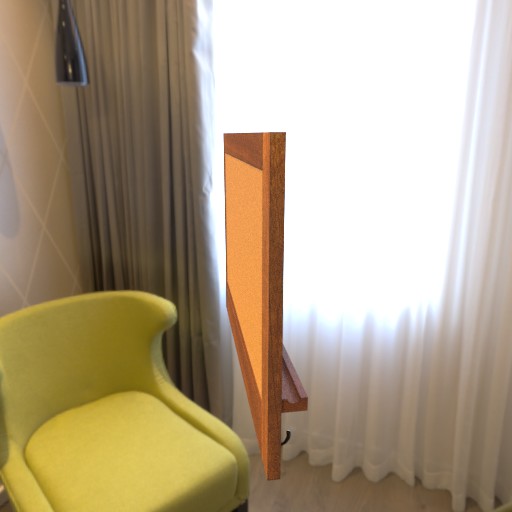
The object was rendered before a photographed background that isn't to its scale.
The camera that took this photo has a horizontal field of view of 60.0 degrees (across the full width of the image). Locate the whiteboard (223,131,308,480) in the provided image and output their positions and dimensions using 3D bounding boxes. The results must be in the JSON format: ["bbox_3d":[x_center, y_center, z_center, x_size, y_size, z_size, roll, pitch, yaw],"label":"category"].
[{"bbox_3d":[0.000,0.000,1.041,0.083,0.559,0.783,-2,16,-8],"label":"whiteboard"}]
